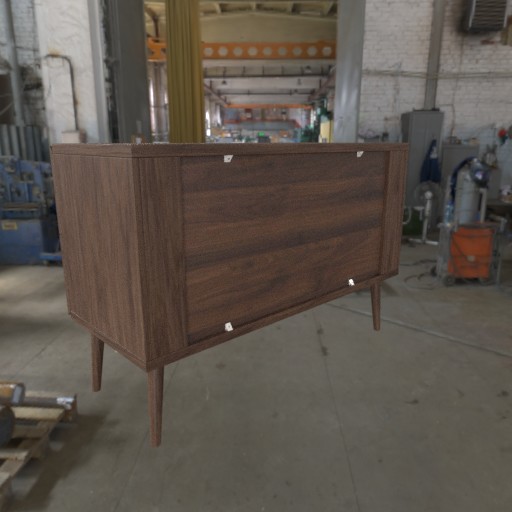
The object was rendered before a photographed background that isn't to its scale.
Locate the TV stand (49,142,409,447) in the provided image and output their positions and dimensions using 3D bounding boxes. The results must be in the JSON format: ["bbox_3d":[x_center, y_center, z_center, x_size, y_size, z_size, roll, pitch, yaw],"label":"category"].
[{"bbox_3d":[0.000,0.000,1.337,0.990,0.660,0.405,-13,20,-42],"label":"TV stand"}]
